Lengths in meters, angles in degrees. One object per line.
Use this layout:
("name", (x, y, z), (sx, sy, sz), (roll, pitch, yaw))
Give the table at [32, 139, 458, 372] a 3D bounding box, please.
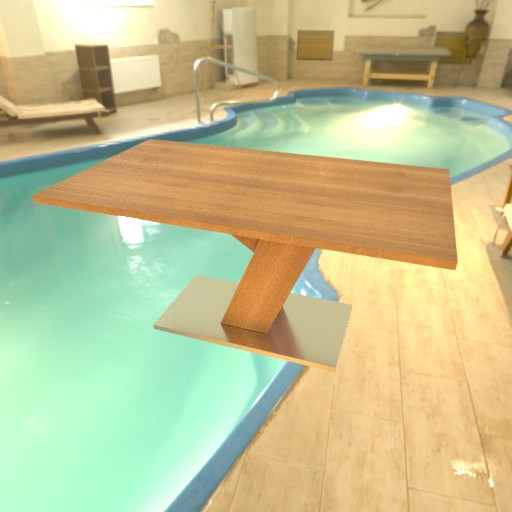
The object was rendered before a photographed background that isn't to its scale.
("table", (0.000, 0.000, 2.117), (1.600, 0.750, 0.900), (10, 31, 17))
